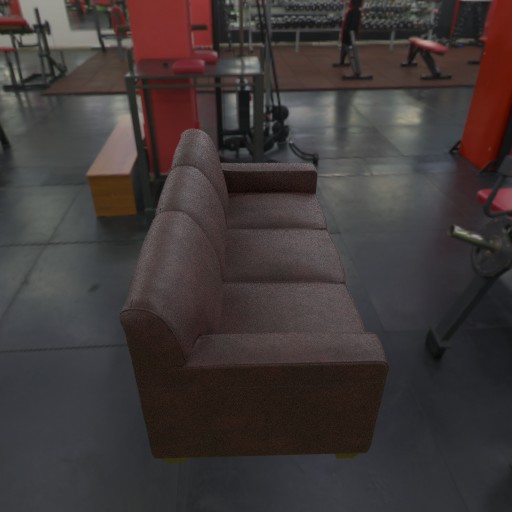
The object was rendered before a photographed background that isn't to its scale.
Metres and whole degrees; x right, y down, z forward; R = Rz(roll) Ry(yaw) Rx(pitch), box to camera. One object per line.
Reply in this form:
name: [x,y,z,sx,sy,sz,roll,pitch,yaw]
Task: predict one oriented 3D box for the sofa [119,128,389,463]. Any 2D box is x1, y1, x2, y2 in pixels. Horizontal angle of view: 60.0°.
sofa: [0.000,0.000,2.549,1.008,0.953,2.039,-1,33,-1]
